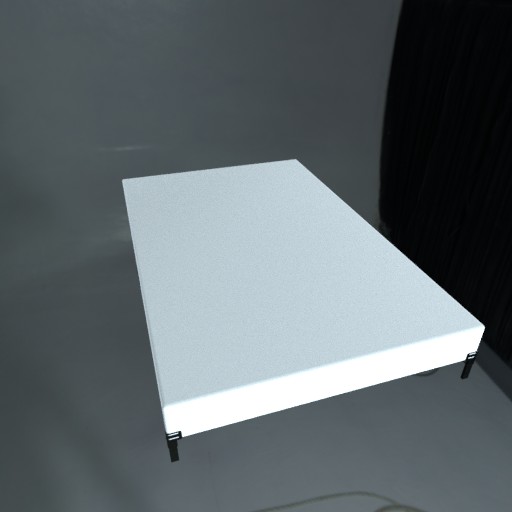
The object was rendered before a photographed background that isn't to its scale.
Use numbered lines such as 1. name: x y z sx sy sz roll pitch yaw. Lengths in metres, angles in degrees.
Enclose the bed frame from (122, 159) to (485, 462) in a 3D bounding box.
1. bed frame: 0.000 0.000 3.696 1.930 0.440 2.987 -10 34 -15
